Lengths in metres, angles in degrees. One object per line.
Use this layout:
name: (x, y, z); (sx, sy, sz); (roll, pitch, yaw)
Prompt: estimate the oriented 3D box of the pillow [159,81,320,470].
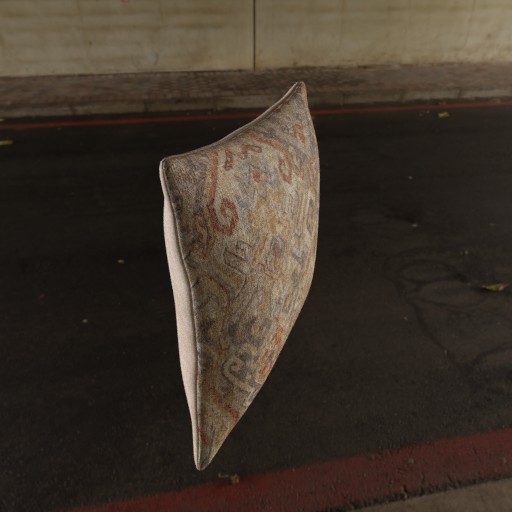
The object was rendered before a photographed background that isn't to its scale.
pillow: (0.000, 0.000, 0.784); (0.166, 0.506, 0.523); (11, 32, 18)
